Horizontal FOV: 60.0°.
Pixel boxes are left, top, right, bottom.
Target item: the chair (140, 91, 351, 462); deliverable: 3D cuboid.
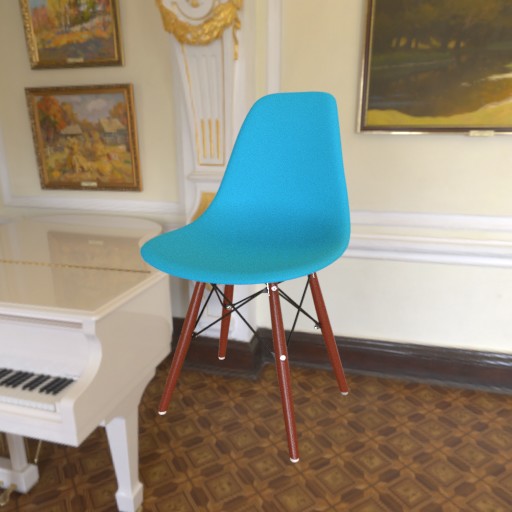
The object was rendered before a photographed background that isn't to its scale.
[{"bbox_3d":[0.000,0.000,1.132,0.470,0.826,0.533,8,17,26],"label":"chair"}]
